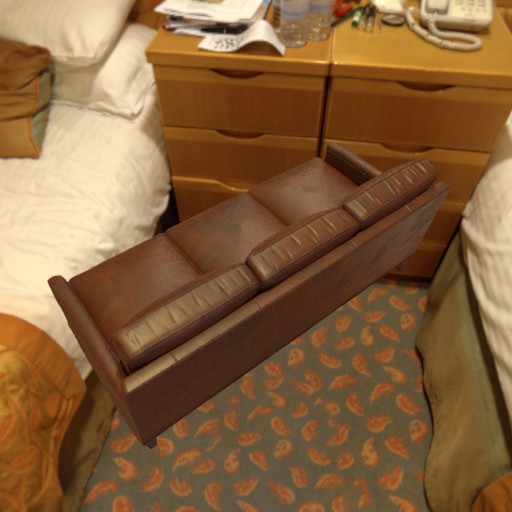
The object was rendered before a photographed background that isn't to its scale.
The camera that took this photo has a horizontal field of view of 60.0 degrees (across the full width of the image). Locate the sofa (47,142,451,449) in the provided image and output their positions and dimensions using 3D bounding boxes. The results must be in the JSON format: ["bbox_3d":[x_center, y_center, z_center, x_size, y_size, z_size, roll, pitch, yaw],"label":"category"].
[{"bbox_3d":[0.000,0.000,2.755,2.240,1.003,1.084,-30,54,-24],"label":"sofa"}]
